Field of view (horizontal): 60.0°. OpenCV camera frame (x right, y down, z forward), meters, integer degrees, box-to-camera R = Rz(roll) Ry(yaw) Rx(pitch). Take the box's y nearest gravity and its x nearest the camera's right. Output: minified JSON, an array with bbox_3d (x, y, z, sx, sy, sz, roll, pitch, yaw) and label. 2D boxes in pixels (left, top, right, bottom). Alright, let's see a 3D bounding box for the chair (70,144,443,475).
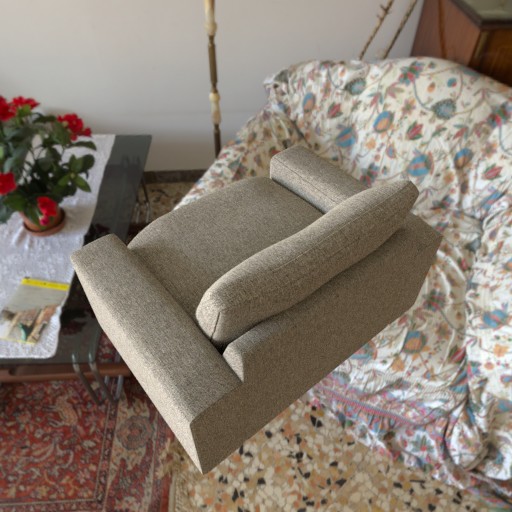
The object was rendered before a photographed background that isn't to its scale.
[{"bbox_3d":[0.000,0.000,2.081,1.398,0.915,1.039,-31,54,-25],"label":"chair"}]
